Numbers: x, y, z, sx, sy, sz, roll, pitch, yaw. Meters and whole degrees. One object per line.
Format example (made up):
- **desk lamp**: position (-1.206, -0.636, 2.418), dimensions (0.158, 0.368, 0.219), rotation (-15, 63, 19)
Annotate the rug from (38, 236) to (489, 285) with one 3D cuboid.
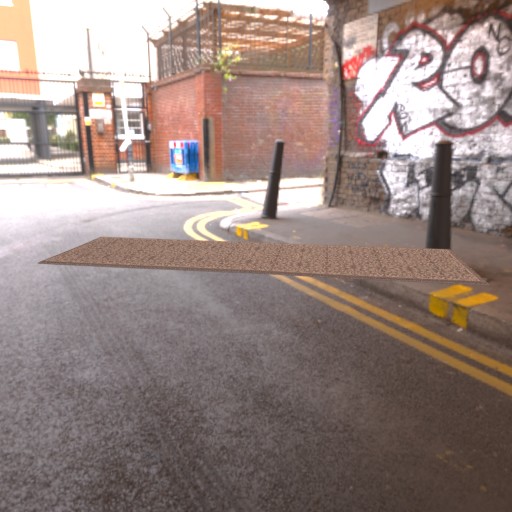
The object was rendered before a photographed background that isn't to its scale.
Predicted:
- **rug**: position (0.000, 0.000, 2.444), dimensions (2.196, 0.011, 0.662), rotation (2, 15, 9)
